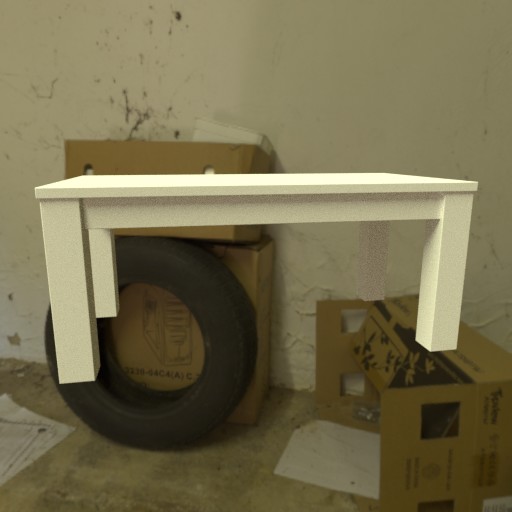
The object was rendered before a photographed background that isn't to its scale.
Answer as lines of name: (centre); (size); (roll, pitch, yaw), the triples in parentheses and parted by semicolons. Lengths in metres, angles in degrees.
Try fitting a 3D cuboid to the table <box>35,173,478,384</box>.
table: (0.000, 0.000, 2.287); (1.800, 0.790, 0.900); (-2, 13, -10)
